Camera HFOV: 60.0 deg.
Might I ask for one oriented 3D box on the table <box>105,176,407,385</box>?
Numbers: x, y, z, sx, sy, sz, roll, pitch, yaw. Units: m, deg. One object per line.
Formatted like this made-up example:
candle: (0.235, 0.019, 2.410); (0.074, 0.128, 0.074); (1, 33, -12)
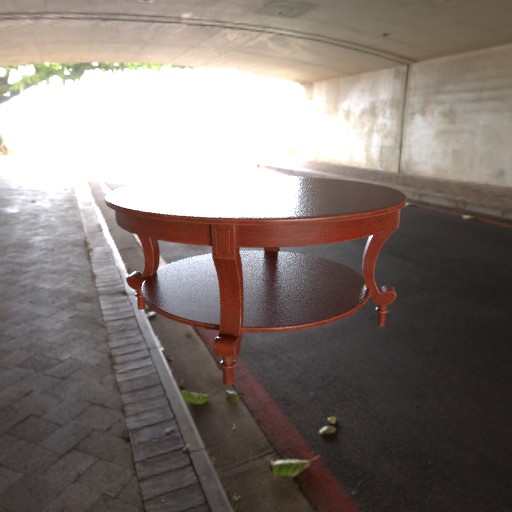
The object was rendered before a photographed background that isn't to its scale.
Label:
table: (0.000, 0.000, 1.647); (1.029, 0.486, 1.029); (0, 16, 0)
